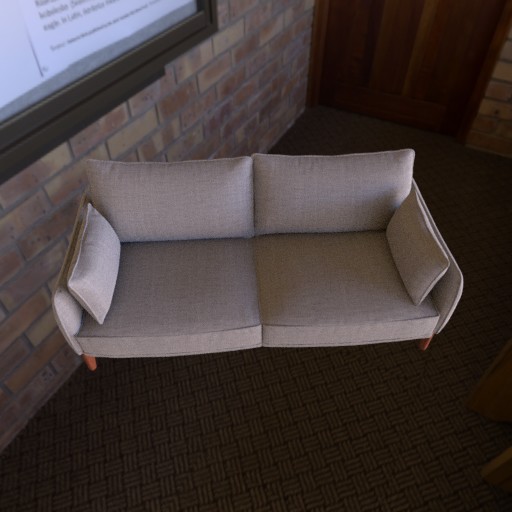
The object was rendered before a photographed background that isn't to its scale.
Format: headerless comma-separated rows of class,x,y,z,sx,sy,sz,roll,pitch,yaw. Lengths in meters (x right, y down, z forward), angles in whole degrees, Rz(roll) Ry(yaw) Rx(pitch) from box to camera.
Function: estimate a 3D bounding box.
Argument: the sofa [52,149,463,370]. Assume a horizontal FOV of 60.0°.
sofa,0.000,0.000,2.457,1.989,0.851,0.972,-3,47,-3
